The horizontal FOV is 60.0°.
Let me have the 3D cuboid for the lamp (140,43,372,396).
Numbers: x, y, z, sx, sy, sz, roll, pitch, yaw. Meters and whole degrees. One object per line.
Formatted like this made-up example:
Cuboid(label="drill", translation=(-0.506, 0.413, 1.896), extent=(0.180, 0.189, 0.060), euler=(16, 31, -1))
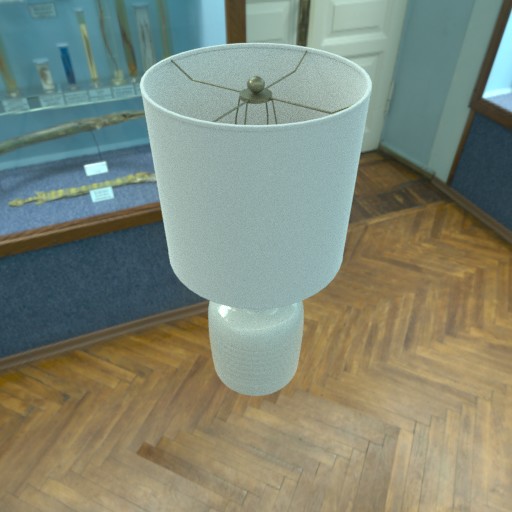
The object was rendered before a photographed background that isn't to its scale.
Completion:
Cuboid(label="lamp", translation=(0.000, 0.000, 0.494), extent=(0.188, 0.392, 0.188), euler=(-13, 43, -14))
